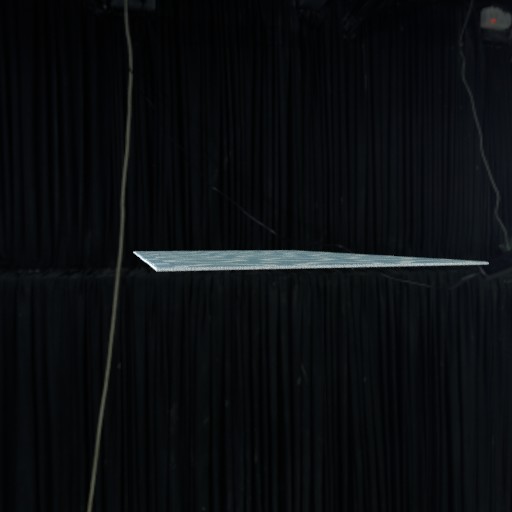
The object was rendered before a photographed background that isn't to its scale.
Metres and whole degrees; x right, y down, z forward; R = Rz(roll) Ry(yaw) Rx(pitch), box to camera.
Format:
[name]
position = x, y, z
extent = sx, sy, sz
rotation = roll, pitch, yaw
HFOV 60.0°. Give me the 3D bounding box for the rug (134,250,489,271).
[rug]
position = 0.000, 0.000, 3.010
extent = 1.528, 0.015, 2.443
rotation = -1, 2, -17
